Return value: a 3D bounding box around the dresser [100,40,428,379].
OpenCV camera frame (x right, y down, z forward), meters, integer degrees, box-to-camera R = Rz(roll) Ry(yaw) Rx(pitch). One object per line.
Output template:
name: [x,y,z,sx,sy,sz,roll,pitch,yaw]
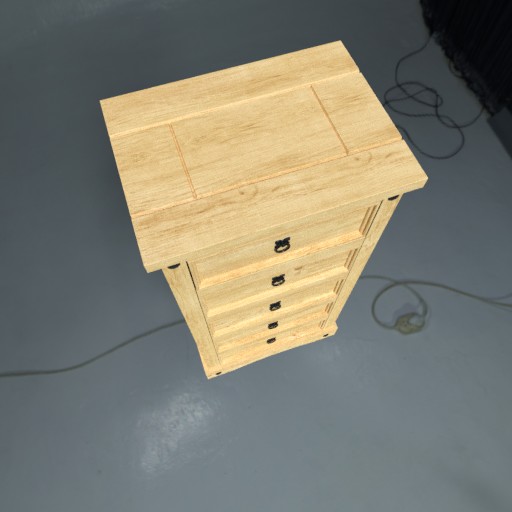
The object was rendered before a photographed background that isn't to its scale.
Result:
dresser: [0.000,0.000,1.320,0.531,1.041,0.390,-18,65,-8]
